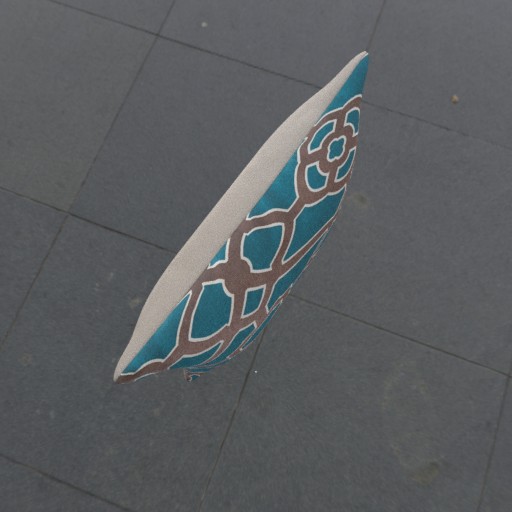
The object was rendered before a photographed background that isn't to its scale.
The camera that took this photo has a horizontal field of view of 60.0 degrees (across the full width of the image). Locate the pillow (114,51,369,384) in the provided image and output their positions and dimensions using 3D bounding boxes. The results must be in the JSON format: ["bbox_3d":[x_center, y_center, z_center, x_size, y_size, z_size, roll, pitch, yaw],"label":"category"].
[{"bbox_3d":[0.000,0.000,0.780,0.166,0.507,0.526,35,78,8],"label":"pillow"}]
